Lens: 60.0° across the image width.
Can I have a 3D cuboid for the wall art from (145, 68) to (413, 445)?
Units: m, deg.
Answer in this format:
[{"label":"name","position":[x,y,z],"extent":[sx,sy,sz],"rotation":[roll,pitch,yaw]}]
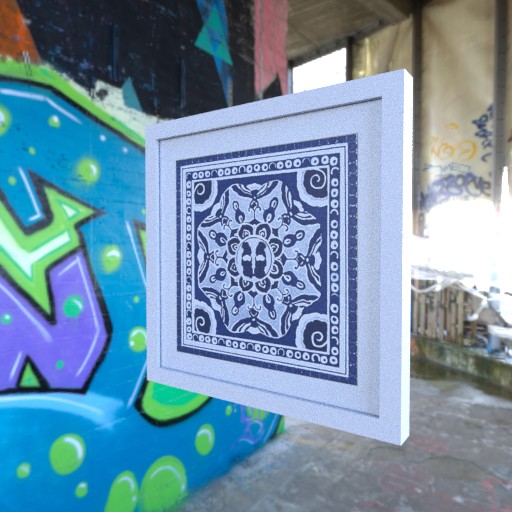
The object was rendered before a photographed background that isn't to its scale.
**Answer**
[{"label":"wall art","position":[0.000,0.000,0.529],"extent":[0.355,0.355,0.027],"rotation":[1,2,35]}]
